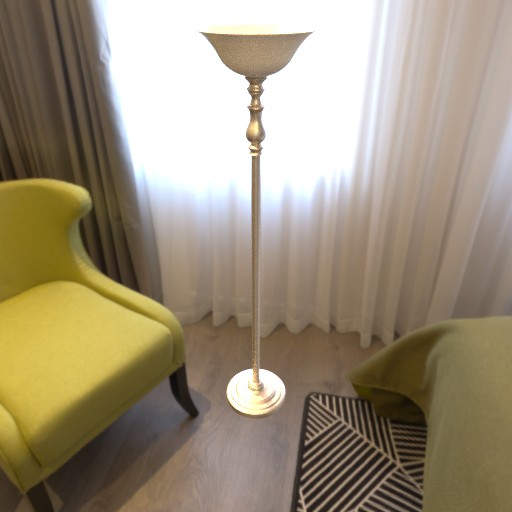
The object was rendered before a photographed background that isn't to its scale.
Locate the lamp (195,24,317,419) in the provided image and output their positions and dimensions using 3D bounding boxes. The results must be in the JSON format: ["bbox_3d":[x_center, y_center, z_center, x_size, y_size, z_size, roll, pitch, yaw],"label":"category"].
[{"bbox_3d":[0.000,0.000,1.934,0.405,1.771,0.405,-11,33,-17],"label":"lamp"}]
